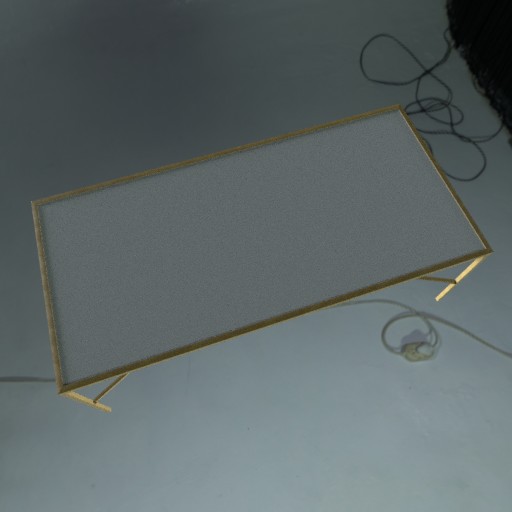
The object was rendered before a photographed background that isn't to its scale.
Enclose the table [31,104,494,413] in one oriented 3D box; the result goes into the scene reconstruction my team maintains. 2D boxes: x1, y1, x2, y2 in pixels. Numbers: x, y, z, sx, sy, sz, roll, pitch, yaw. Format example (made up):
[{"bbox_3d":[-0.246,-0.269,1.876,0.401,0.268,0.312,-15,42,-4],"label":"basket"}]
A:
[{"bbox_3d":[0.000,0.000,1.452,1.206,0.398,0.580,-17,66,-8],"label":"table"}]
